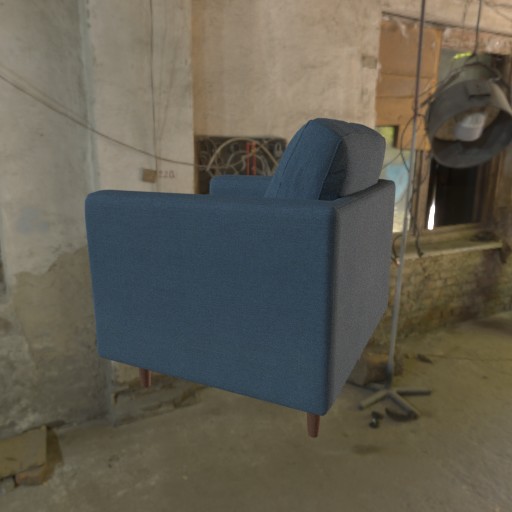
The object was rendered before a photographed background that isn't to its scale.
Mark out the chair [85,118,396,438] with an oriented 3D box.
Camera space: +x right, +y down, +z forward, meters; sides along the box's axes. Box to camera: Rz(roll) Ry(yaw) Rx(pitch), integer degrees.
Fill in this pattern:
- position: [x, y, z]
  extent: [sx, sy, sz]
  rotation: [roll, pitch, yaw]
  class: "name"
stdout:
- position: [0.000, 0.000, 1.587]
  extent: [0.820, 0.922, 0.855]
  rotation: [7, 16, 25]
  class: "chair"
